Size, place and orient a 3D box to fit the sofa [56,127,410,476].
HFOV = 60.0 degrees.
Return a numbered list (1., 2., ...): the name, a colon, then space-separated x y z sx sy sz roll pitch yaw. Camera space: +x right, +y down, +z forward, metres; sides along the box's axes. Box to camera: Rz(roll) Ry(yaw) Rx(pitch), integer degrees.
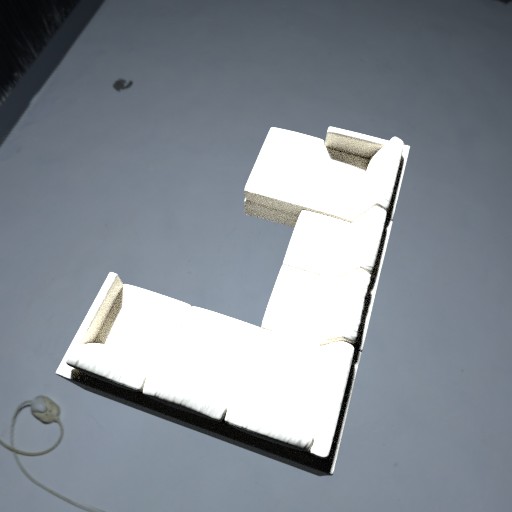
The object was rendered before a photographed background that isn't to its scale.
1. sofa: 0.000 0.000 4.523 2.448 0.882 3.464 16 64 8
